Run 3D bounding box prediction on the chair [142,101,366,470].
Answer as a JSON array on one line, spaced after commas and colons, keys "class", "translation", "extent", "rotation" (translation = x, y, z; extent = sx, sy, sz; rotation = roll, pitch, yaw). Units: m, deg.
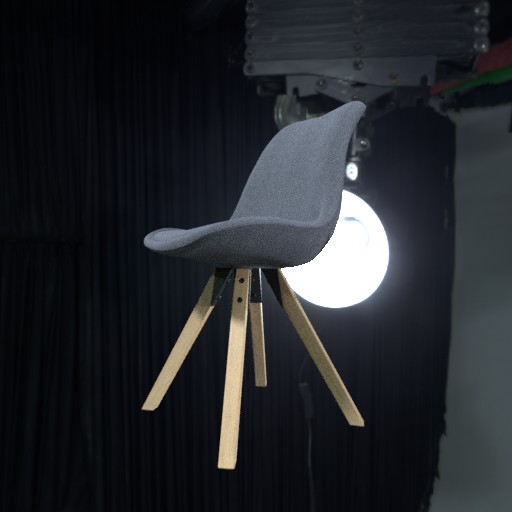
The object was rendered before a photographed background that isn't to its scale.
[{"class": "chair", "translation": [0.000, 0.000, 1.184], "extent": [0.550, 0.850, 0.485], "rotation": [0, 0, -35]}]
